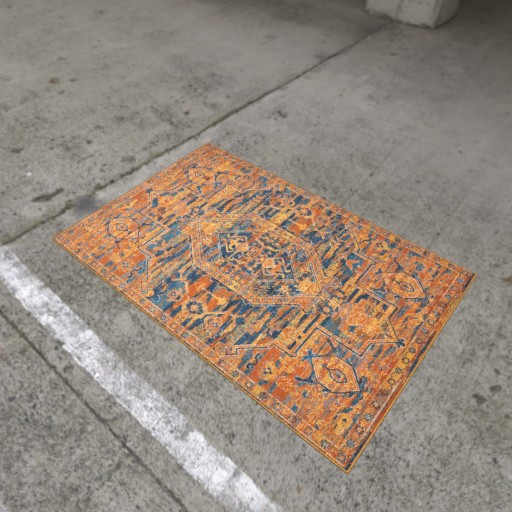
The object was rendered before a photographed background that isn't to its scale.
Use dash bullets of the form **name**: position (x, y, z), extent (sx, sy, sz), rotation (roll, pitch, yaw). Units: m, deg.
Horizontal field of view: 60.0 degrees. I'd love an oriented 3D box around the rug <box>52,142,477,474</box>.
- **rug**: position (0.000, 0.000, 2.168), extent (1.758, 0.013, 1.148), rotation (31, 54, 26)
